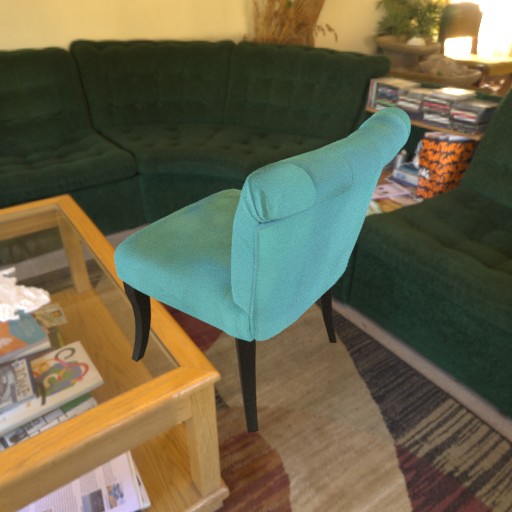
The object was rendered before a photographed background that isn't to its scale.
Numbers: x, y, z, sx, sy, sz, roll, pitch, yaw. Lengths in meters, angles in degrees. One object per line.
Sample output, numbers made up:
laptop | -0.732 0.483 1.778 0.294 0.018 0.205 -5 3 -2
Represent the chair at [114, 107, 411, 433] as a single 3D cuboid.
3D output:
chair | 0.000 0.000 1.199 0.605 0.750 0.582 22 38 31
